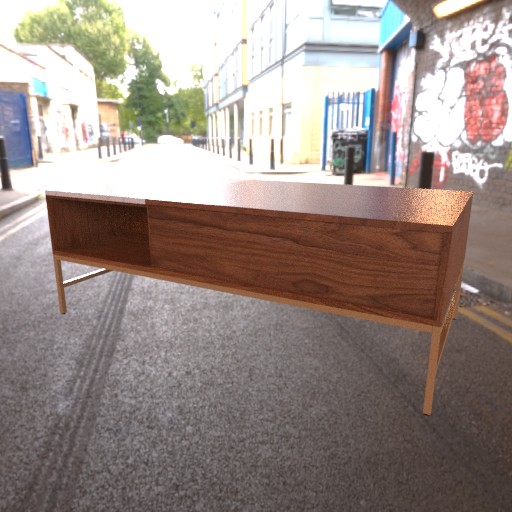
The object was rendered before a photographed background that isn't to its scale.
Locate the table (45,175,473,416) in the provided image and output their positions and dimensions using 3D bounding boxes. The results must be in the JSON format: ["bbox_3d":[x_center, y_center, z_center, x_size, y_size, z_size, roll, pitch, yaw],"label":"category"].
[{"bbox_3d":[0.000,0.000,1.874,1.553,0.551,0.789,8,17,28],"label":"table"}]
